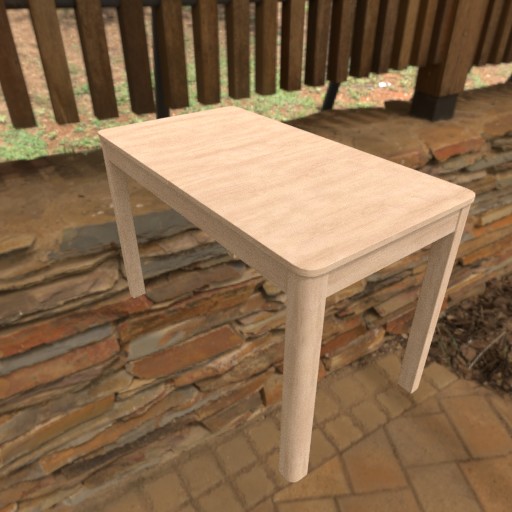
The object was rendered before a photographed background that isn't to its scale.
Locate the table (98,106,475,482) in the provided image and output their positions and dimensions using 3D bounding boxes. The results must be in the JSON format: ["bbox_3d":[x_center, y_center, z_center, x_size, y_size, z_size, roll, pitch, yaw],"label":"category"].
[{"bbox_3d":[0.000,0.000,1.939,0.750,0.900,1.400,-22,39,-30],"label":"table"}]
